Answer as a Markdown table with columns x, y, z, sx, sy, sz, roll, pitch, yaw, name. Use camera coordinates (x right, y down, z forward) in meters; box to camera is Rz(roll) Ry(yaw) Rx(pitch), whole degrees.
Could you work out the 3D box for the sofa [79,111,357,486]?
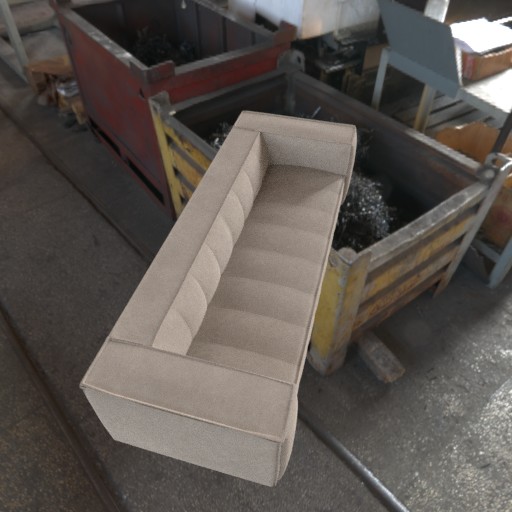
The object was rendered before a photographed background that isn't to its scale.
| x | y | z | sx | sy | sz | roll | pitch | yaw | name |
| --- | --- | --- | --- | --- | --- | --- | --- | --- | --- |
| 0.000 | 0.000 | 3.068 | 1.038 | 0.680 | 2.697 | 11 | 48 | 11 | sofa |
